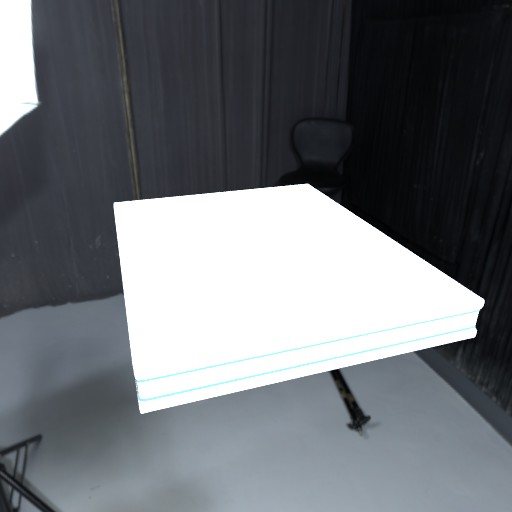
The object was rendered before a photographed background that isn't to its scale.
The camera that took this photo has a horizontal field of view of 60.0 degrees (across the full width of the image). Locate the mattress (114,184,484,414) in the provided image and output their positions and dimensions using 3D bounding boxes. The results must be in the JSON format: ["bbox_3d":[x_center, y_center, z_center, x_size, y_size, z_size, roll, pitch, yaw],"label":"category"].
[{"bbox_3d":[0.000,0.000,2.748,1.600,0.230,2.000,-8,27,-16],"label":"mattress"}]
